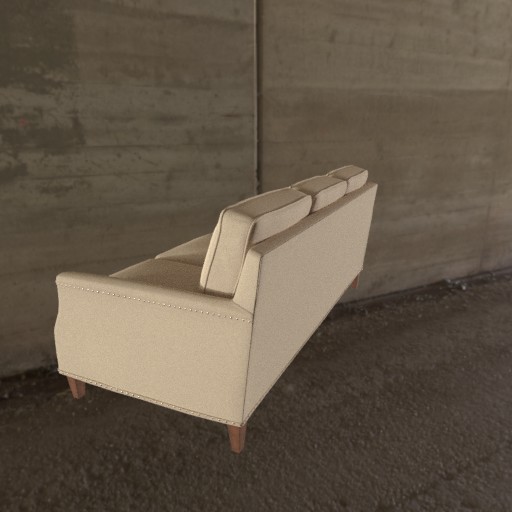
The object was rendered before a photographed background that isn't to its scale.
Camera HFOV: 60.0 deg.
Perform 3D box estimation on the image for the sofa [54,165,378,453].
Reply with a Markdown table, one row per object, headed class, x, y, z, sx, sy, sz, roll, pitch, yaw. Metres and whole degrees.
| class | x | y | z | sx | sy | sz | roll | pitch | yaw |
| --- | --- | --- | --- | --- | --- | --- | --- | --- | --- |
| sofa | 0.000 | 0.000 | 2.777 | 1.084 | 1.003 | 2.246 | 8 | 18 | 24 |
